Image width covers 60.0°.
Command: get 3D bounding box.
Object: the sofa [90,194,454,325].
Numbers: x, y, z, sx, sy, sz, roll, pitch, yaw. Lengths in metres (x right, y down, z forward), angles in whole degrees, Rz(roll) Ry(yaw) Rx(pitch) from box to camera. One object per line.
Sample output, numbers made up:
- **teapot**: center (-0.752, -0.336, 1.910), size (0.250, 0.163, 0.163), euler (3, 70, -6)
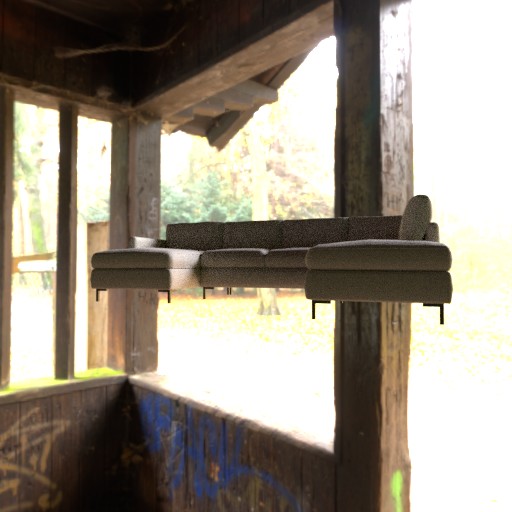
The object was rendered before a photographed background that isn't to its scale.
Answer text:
- **sofa**: center (0.000, 0.000, 3.549), size (2.737, 0.756, 1.879), euler (0, -1, 19)
